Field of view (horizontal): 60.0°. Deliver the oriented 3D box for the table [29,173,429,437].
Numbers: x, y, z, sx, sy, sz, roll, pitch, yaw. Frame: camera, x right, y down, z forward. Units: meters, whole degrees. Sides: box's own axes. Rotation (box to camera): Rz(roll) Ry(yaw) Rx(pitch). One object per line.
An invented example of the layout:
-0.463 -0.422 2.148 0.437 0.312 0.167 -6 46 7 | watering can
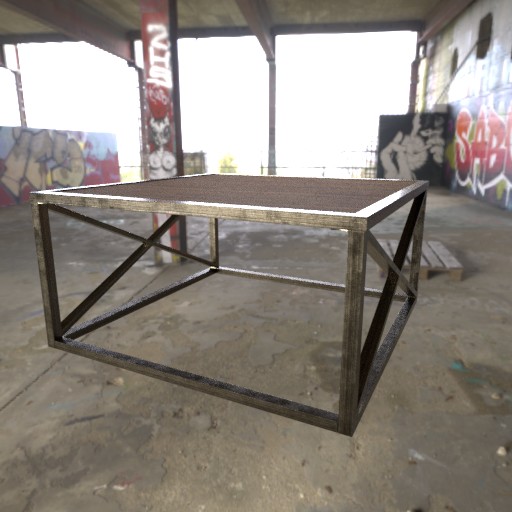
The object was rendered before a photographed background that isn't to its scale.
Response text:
0.000 0.000 1.431 0.909 0.451 0.899 7 16 26 | table
